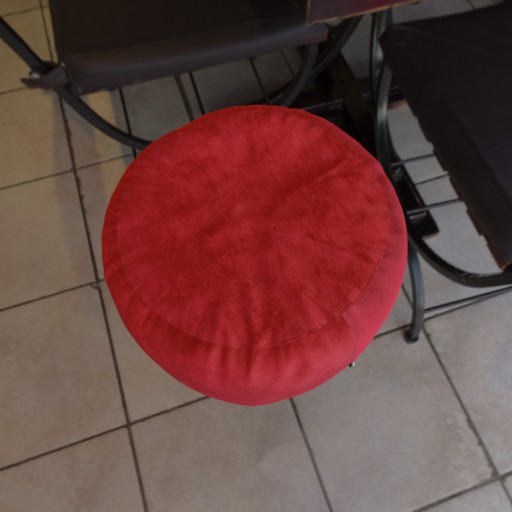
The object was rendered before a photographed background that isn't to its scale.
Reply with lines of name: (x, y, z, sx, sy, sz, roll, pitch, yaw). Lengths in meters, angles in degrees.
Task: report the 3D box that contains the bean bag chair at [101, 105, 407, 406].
bean bag chair: (0.000, 0.000, 1.937, 1.219, 0.762, 1.219, 0, 65, 0)
